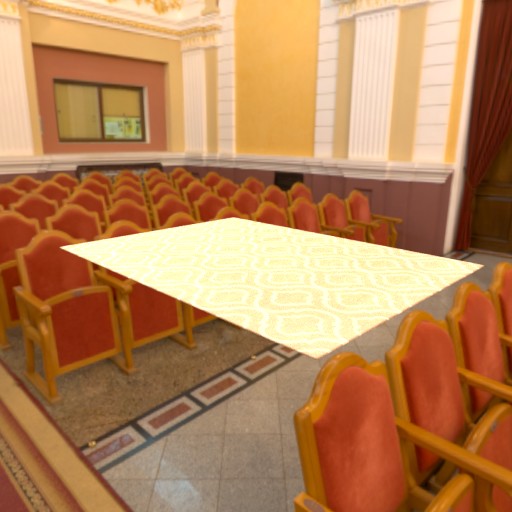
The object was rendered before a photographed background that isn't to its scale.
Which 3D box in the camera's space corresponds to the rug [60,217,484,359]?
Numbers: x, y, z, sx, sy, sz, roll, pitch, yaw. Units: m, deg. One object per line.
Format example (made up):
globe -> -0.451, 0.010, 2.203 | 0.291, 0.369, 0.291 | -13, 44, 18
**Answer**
rug -> 0.000, 0.000, 4.284 | 2.438, 0.010, 3.353 | -15, 21, -43
